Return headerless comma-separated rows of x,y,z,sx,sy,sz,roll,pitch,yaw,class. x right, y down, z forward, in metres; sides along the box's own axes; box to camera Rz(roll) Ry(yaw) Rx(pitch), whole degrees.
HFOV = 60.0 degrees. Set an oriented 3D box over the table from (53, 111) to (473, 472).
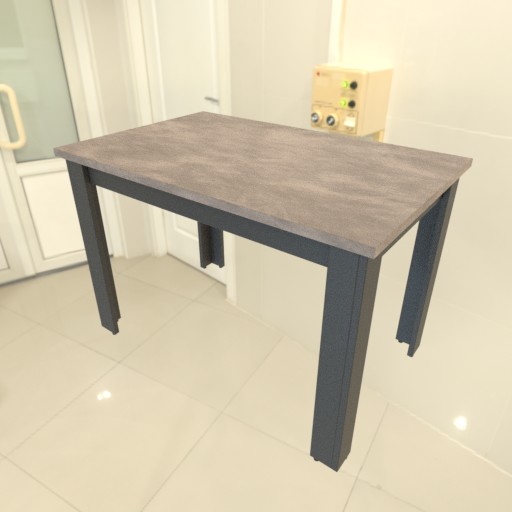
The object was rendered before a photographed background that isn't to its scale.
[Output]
0.000,0.000,1.553,1.100,0.734,0.700,21,36,32,table
